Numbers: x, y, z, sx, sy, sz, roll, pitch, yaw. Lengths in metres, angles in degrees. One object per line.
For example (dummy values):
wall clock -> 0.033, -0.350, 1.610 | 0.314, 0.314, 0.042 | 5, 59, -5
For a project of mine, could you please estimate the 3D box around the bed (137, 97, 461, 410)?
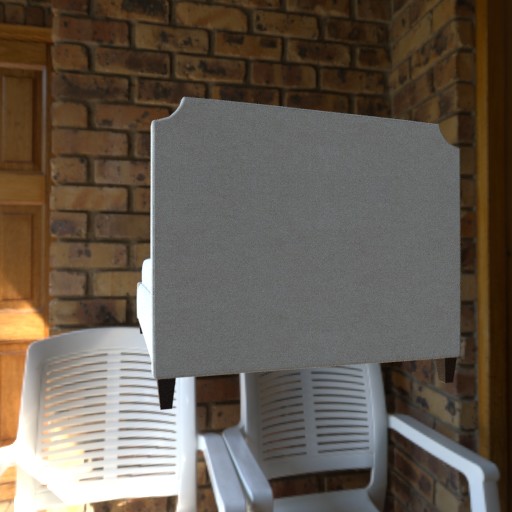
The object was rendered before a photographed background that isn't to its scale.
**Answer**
bed -> 0.000, 0.000, 3.396 | 1.713, 1.457, 2.381 | 0, -1, -17
